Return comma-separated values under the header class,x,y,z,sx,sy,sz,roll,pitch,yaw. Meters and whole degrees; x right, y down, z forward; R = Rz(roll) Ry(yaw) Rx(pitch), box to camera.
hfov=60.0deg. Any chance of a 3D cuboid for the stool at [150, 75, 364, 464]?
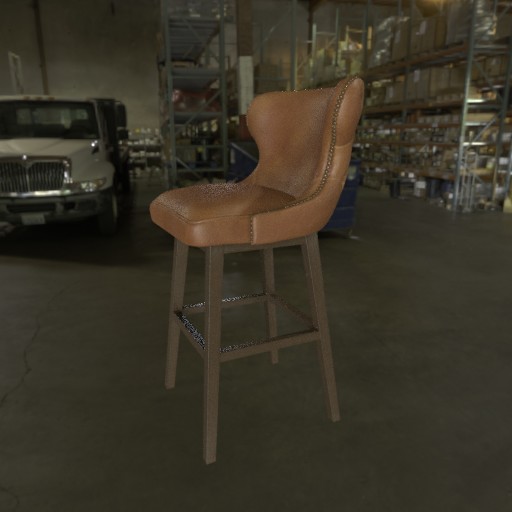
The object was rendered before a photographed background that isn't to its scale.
class,x,y,z,sx,sy,sz,roll,pitch,yaw
stool,0.000,0.000,1.475,0.606,1.087,0.591,-7,17,-25
